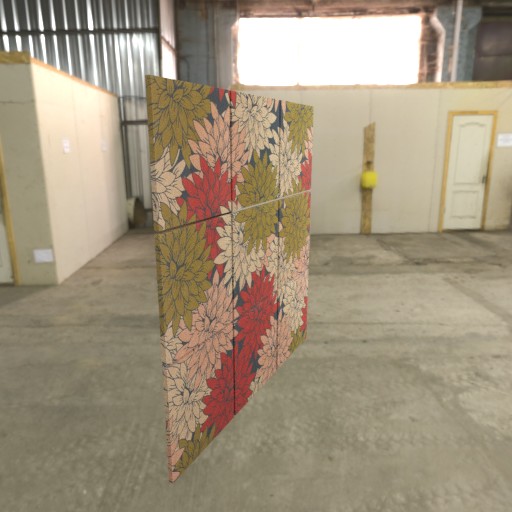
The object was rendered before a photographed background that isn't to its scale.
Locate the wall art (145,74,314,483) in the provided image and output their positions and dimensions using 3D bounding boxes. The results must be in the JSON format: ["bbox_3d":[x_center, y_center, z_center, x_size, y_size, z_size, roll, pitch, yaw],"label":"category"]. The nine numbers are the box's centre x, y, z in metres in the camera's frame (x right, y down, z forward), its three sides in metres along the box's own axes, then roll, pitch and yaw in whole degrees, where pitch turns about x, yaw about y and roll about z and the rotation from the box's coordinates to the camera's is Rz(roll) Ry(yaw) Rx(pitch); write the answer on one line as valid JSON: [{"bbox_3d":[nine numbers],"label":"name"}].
[{"bbox_3d":[0.000,0.000,1.337,0.013,0.913,0.904,7,16,26],"label":"wall art"}]
